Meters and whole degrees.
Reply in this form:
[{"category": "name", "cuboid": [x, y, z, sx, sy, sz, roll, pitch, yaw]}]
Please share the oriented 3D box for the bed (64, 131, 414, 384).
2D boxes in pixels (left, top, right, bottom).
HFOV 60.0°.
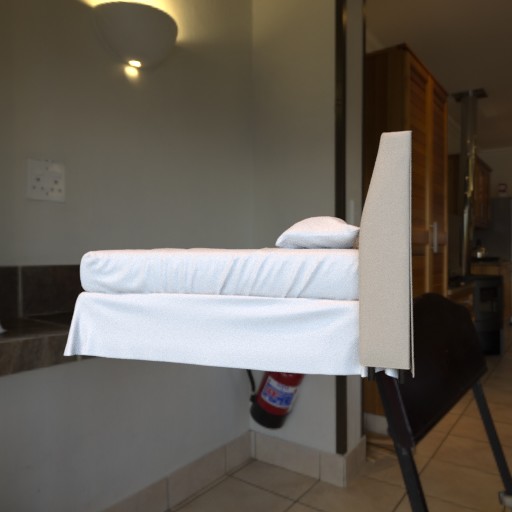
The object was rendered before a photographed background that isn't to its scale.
[{"category": "bed", "cuboid": [0.000, 0.000, 3.496, 2.276, 1.332, 1.925, 0, 0, 17]}]
